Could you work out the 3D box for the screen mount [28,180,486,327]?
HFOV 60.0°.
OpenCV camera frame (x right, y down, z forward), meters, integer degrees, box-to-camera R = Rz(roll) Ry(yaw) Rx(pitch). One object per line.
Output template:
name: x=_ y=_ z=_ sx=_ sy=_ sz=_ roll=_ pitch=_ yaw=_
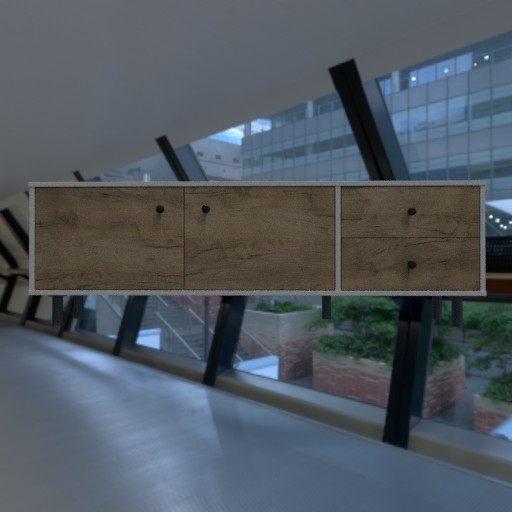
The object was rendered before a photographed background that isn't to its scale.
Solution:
screen mount: x=0.000 y=0.000 z=1.739 sx=1.600 sy=0.520 sz=0.418 roll=0 pitch=0 yaw=1
